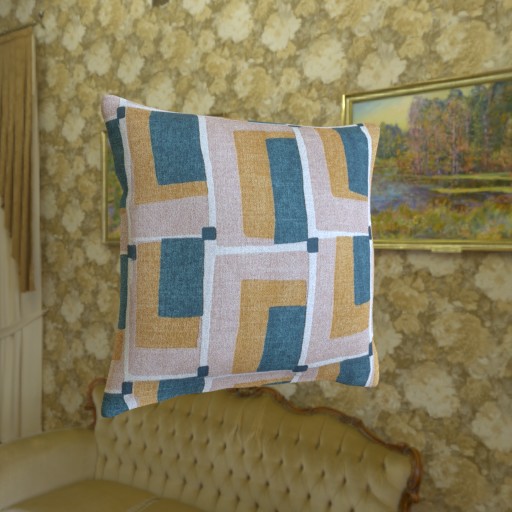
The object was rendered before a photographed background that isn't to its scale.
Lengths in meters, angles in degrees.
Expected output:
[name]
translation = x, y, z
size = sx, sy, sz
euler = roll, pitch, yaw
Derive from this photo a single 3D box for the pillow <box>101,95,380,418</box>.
[pillow]
translation = 0.000, 0.000, 0.721
size = 0.478, 0.479, 0.158
euler = 0, 0, -18
